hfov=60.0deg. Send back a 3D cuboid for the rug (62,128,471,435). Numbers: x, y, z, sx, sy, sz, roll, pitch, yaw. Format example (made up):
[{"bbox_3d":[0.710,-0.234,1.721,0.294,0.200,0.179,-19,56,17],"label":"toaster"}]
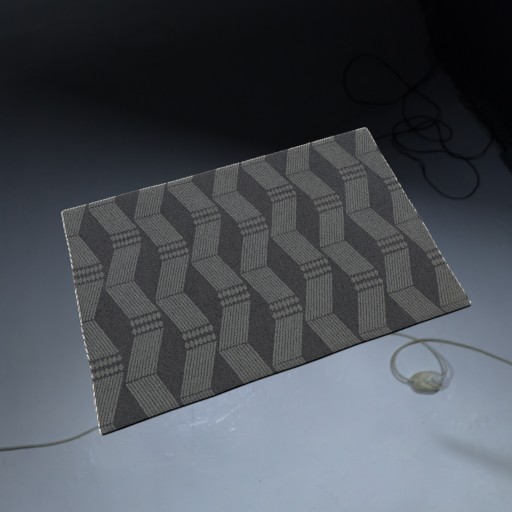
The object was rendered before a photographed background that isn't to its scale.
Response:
[{"bbox_3d":[0.000,0.000,2.297,1.833,0.016,1.210,-17,65,-8],"label":"rug"}]
